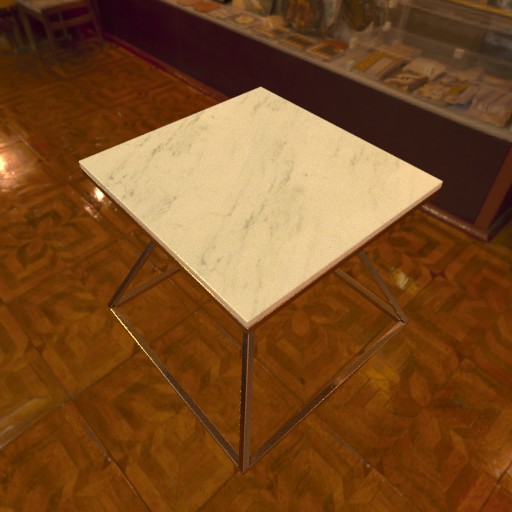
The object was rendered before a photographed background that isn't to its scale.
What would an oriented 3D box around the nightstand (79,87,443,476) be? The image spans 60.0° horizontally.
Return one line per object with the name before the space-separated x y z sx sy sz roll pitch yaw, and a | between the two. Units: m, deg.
nightstand | 0.000 0.000 0.919 0.514 0.426 0.513 -33 54 -27
